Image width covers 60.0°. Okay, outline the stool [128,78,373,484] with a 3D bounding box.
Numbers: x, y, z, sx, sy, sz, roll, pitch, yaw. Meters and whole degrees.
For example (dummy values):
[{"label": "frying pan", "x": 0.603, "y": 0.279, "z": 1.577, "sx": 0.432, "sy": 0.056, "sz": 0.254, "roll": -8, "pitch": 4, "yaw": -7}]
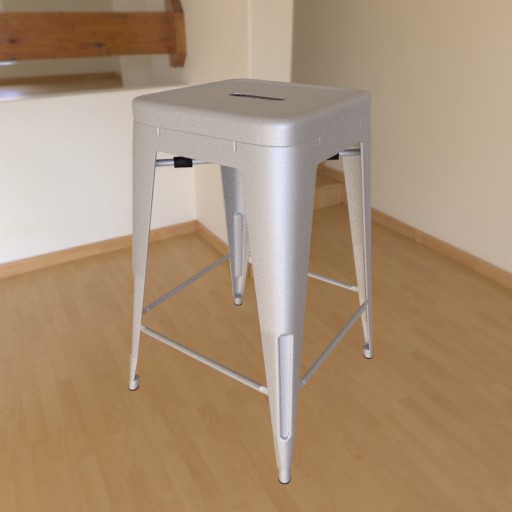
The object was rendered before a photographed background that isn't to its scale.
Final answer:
[{"label": "stool", "x": 0.000, "y": 0.000, "z": 0.874, "sx": 0.410, "sy": 0.608, "sz": 0.410, "roll": 18, "pitch": 34, "yaw": 30}]
